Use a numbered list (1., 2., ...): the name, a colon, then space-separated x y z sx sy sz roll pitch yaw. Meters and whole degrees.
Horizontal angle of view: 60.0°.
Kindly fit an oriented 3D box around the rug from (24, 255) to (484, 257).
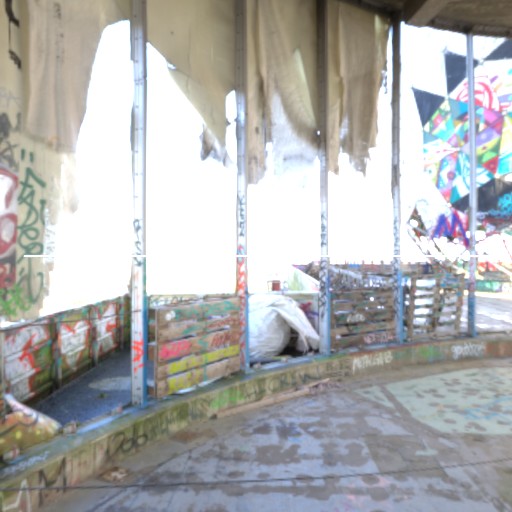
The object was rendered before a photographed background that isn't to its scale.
1. rug: 0.000 0.000 3.992 2.945 0.014 2.353 0 0 1
